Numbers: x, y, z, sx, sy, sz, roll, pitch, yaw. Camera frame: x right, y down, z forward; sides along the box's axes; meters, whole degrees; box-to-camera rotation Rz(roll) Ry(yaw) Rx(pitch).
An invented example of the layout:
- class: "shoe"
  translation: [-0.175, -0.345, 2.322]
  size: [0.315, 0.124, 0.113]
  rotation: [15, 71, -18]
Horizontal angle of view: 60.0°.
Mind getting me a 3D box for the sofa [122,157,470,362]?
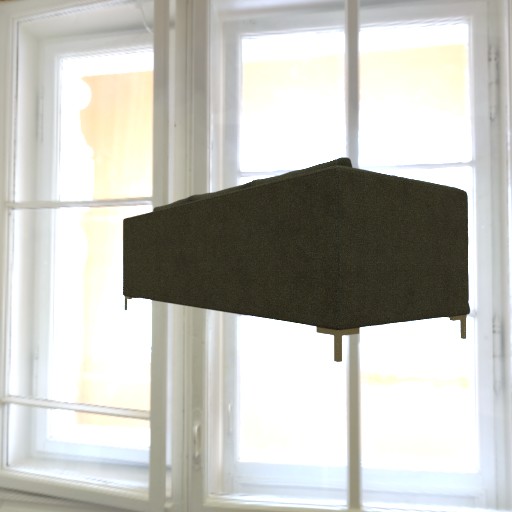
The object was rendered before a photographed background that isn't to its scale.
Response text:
- class: "sofa"
  translation: [0.000, 0.000, 2.944]
  size: [0.969, 0.867, 2.415]
  rotation: [1, -2, -36]
